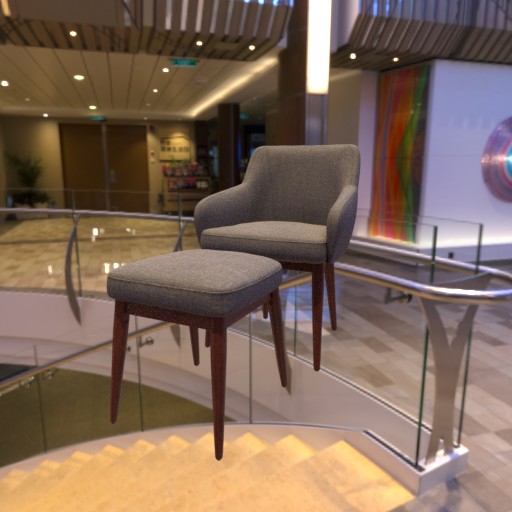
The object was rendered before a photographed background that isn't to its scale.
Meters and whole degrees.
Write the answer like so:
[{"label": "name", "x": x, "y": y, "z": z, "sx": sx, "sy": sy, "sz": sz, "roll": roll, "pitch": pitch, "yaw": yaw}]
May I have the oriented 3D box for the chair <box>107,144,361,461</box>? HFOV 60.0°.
[{"label": "chair", "x": 0.000, "y": 0.000, "z": 1.570, "sx": 0.584, "sy": 0.799, "sz": 1.107, "roll": 6, "pitch": 13, "yaw": 26}]
